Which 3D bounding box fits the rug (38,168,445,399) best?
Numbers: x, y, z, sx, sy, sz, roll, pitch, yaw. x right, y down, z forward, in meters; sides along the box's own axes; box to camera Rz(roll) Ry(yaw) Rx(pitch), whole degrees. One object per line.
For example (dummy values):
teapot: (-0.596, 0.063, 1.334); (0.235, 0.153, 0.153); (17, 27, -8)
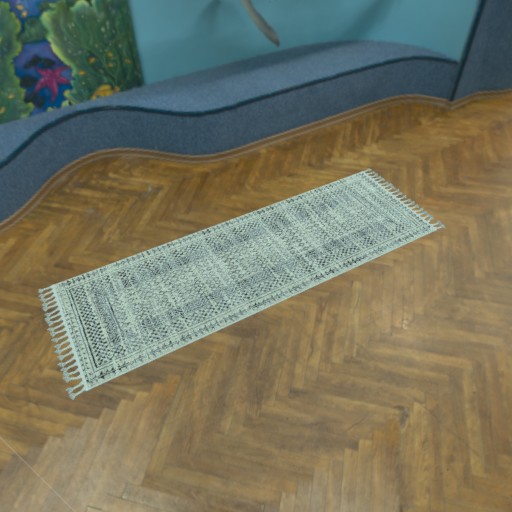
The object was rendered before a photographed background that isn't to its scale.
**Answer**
rug: (0.000, 0.000, 2.746); (2.480, 0.013, 0.786); (-22, 50, -20)
